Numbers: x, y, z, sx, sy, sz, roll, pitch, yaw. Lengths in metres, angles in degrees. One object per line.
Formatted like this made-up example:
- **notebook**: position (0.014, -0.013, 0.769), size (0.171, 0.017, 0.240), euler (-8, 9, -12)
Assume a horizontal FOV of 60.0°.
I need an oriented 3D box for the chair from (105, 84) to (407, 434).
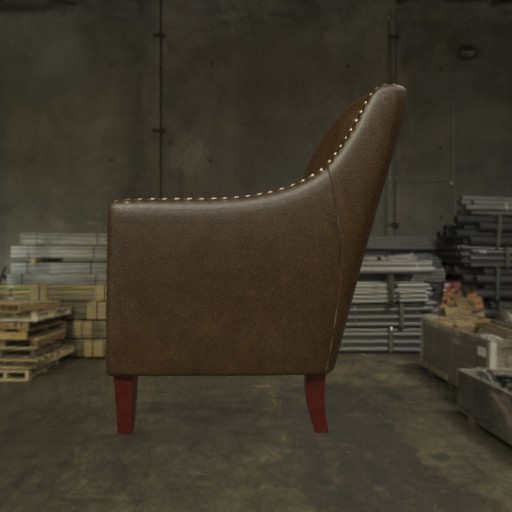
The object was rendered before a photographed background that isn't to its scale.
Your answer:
- **chair**: position (0.000, 0.000, 1.307), size (0.704, 0.813, 0.639), euler (0, 0, -1)
